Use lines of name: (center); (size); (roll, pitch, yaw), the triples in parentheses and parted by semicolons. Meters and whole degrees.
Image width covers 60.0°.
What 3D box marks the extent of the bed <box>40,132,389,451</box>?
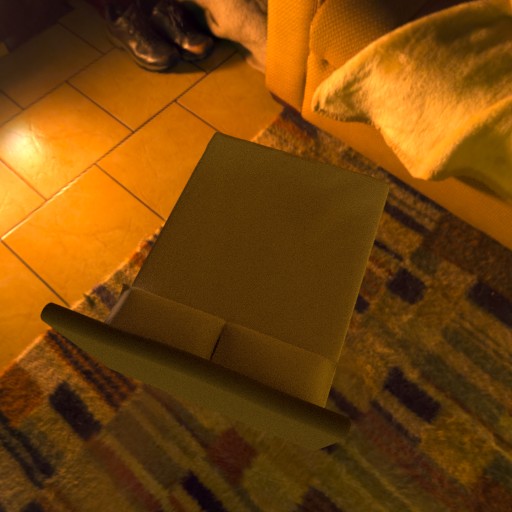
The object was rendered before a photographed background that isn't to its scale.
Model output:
bed: (0.000, 0.000, 3.118); (1.666, 1.387, 2.036); (19, 65, 9)
